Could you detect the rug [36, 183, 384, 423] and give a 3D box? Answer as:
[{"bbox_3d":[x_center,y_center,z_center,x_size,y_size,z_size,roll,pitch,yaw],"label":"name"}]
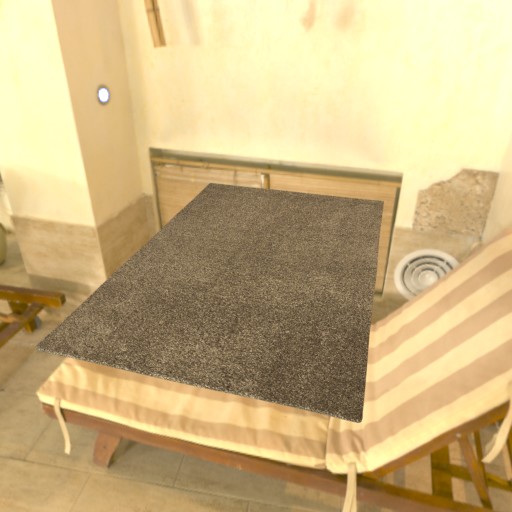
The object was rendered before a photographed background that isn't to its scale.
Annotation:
[{"bbox_3d":[0.000,0.000,3.389,1.802,0.026,2.699,8,31,14],"label":"rug"}]
